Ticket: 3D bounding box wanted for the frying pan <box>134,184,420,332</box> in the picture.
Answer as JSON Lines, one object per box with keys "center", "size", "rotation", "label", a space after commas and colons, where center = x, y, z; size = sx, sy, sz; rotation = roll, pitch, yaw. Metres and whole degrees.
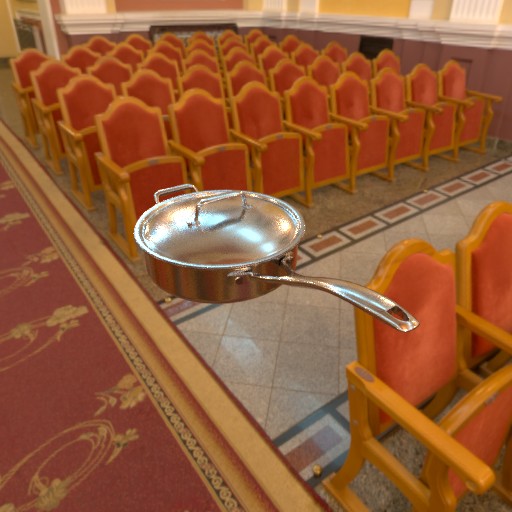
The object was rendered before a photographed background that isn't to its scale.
{"center": [0.000, 0.000, 0.589], "size": [0.245, 0.111, 0.492], "rotation": [-20, 36, -30], "label": "frying pan"}
